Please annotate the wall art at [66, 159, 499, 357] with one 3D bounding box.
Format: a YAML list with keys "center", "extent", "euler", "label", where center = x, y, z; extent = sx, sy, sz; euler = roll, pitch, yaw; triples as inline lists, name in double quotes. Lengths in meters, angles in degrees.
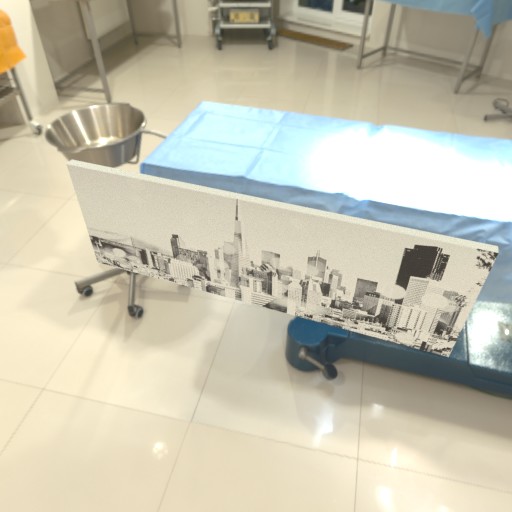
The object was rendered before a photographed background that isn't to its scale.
- center: [0.000, 0.000, 1.669]
  extent: [1.520, 0.507, 0.039]
  euler: [14, 43, 15]
  label: "wall art"
